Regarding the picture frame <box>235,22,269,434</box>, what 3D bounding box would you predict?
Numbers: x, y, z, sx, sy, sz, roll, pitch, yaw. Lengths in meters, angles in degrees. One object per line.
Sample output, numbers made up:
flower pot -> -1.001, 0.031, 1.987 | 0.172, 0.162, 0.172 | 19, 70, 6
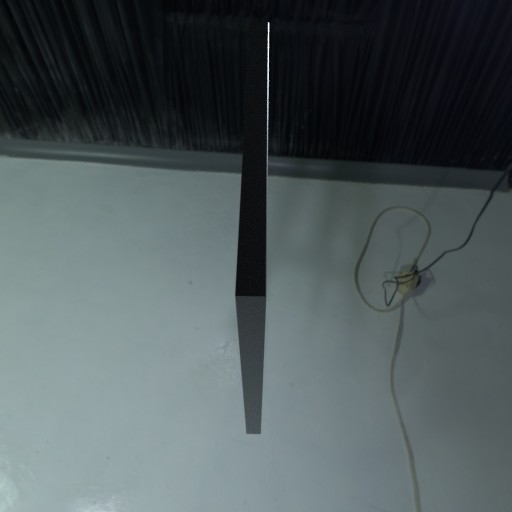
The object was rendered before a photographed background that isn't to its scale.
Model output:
picture frame -> 0.000, 0.000, 0.758 | 0.028, 0.556, 0.460 | 1, 56, 1
